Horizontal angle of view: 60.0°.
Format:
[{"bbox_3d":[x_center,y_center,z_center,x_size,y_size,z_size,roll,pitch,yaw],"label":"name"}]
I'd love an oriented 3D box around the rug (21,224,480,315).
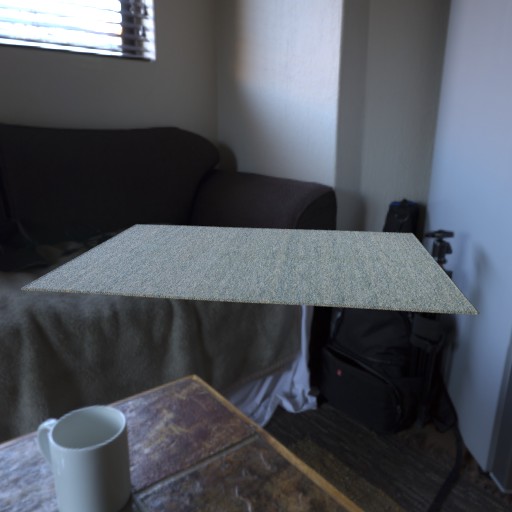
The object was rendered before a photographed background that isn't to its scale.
[{"bbox_3d":[0.000,0.000,2.911,2.283,0.013,1.547,2,17,8],"label":"rug"}]
